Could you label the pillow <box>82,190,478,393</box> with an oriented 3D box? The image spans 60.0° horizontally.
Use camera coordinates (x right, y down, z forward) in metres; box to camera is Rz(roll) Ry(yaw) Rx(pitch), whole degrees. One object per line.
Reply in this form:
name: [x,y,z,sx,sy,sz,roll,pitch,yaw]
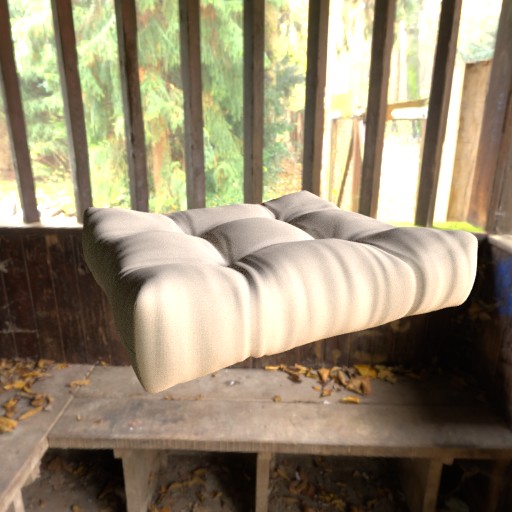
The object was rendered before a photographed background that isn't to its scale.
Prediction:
pillow: [0.000,0.000,0.716,0.490,0.128,0.468,-9,20,-25]
